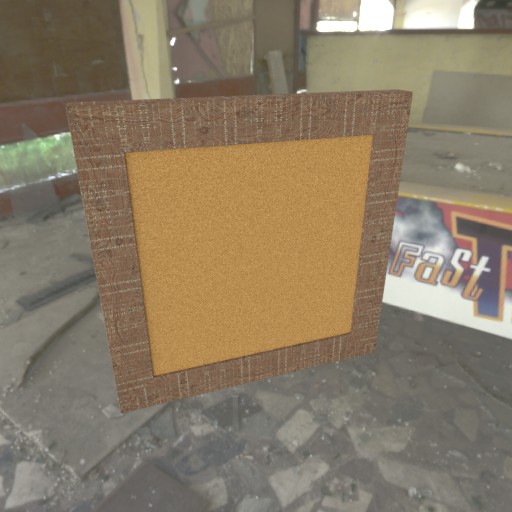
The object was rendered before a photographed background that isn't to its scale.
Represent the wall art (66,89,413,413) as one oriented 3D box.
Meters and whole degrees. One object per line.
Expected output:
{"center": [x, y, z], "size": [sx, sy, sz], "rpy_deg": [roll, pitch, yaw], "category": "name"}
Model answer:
{"center": [0.000, 0.000, 0.780], "size": [0.531, 0.531, 0.040], "rpy_deg": [-9, 27, -17], "category": "wall art"}
